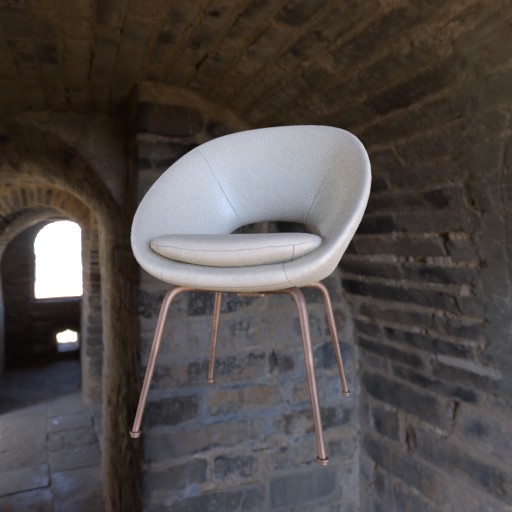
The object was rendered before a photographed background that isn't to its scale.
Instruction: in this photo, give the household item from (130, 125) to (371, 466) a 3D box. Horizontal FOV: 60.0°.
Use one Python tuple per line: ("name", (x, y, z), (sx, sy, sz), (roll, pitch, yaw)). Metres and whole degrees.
("household item", (0.000, 0.000, 1.237), (0.623, 0.852, 0.573), (0, 1, 18))
